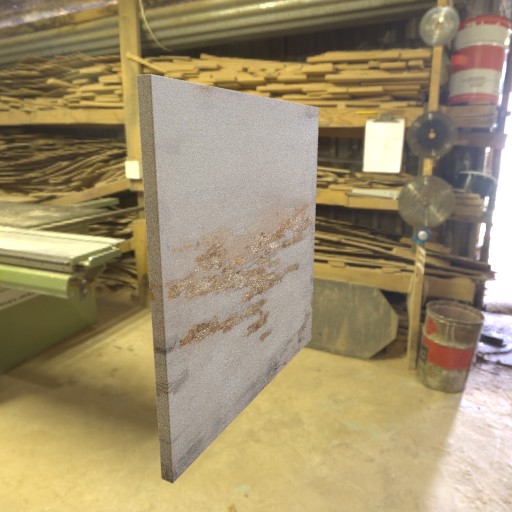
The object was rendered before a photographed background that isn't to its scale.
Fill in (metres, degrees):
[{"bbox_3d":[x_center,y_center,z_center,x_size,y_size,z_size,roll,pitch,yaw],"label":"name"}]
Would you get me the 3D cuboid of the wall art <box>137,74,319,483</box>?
[{"bbox_3d":[0.000,0.000,1.495,0.040,1.018,1.015,7,16,27],"label":"wall art"}]
